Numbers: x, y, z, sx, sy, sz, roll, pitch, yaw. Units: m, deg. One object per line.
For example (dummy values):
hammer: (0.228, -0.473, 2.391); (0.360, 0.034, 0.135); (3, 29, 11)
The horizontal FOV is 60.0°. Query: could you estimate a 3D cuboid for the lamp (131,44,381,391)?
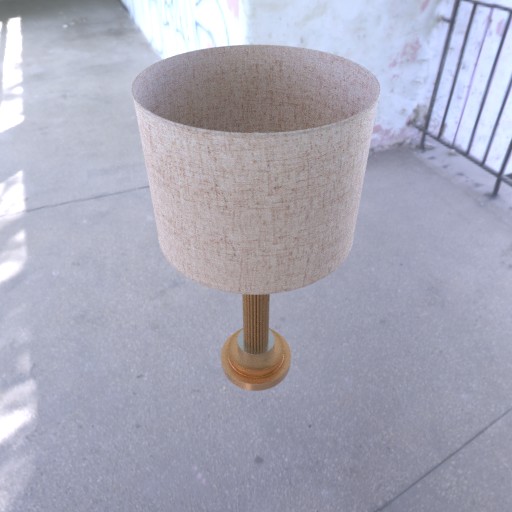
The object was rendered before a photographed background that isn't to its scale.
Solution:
lamp: (0.000, 0.000, 0.782); (0.321, 0.610, 0.321); (-13, 42, -15)
